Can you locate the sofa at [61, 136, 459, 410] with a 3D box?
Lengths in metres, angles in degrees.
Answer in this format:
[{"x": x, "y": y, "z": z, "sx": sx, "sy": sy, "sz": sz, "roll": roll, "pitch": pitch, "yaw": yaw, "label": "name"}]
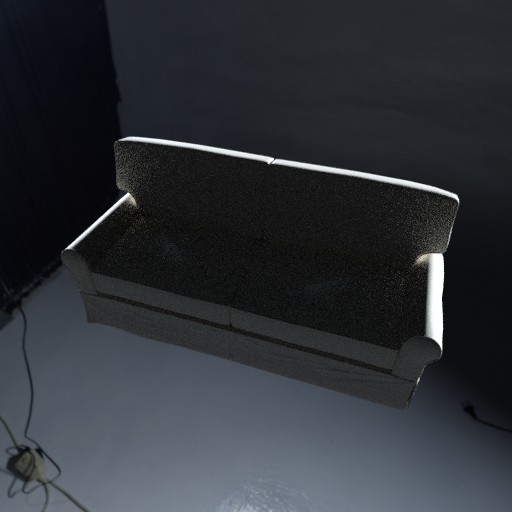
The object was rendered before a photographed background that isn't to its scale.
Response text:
[{"x": 0.000, "y": 0.000, "z": 2.515, "sx": 2.021, "sy": 0.937, "sz": 0.862, "roll": 13, "pitch": 43, "yaw": 14, "label": "sofa"}]
